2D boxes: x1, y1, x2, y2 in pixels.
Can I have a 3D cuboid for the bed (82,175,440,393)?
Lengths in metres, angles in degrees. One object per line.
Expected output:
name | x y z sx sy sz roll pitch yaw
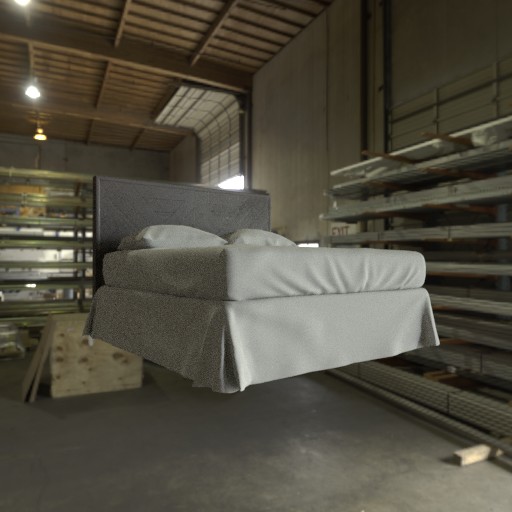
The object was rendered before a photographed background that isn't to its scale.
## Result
bed | 0.000 0.000 2.954 1.772 1.142 1.785 0 -1 -38
